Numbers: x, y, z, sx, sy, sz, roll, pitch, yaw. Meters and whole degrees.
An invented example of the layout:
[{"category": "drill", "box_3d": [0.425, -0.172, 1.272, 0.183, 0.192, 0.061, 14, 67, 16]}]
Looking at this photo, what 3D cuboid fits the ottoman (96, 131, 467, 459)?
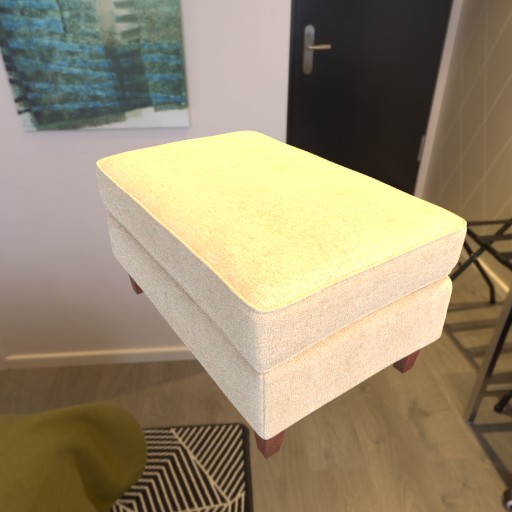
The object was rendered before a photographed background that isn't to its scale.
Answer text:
[{"category": "ottoman", "box_3d": [0.000, 0.000, 1.223, 0.583, 0.484, 0.862, -20, 37, -29]}]
